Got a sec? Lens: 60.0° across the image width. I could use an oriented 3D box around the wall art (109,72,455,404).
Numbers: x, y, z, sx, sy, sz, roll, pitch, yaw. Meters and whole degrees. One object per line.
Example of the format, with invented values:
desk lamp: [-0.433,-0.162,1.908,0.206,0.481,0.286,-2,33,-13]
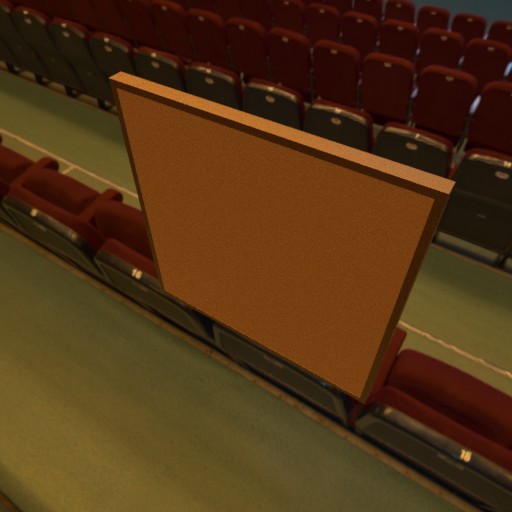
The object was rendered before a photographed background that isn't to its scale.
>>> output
wall art: [0.000,0.000,1.141,0.762,0.762,0.038,25,52,22]
